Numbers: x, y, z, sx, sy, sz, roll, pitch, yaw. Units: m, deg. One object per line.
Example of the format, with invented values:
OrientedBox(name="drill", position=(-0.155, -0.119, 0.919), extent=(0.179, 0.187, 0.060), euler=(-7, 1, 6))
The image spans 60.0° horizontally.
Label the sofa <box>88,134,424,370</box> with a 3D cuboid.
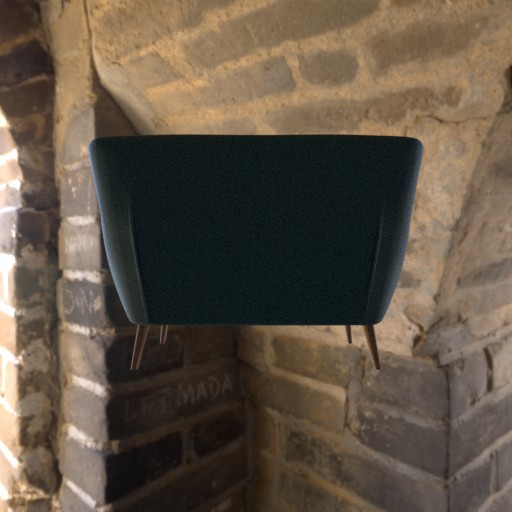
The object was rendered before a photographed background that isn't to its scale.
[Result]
OrientedBox(name="sofa", position=(0.000, 0.000, 1.974), extent=(1.397, 0.889, 0.889), euler=(0, -1, 0))
